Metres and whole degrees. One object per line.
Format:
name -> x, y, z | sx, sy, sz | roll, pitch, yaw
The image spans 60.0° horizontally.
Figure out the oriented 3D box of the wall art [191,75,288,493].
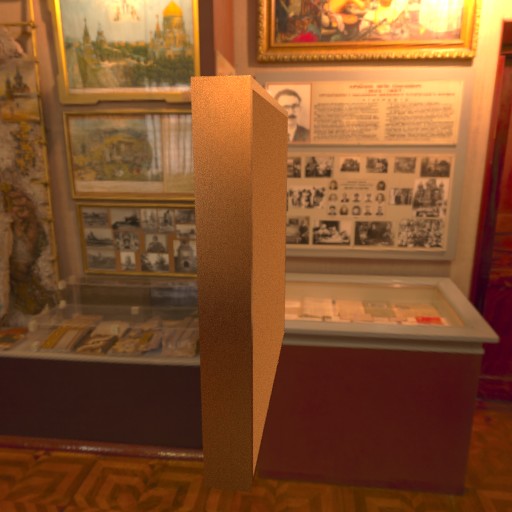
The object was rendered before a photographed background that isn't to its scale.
wall art -> 0.000, 0.000, 0.458 | 0.038, 0.304, 0.304 | 2, 14, 8
